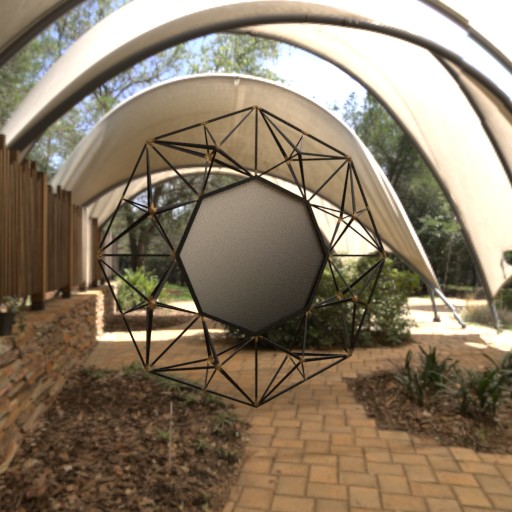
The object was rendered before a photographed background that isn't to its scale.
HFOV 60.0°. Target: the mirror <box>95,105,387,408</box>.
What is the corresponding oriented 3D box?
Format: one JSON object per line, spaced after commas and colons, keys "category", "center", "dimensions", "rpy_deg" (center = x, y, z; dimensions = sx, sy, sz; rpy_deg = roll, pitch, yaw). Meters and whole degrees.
{"category": "mirror", "center": [0.000, 0.000, 1.042], "dimensions": [0.710, 0.710, 0.094], "rpy_deg": [0, -1, -18]}
